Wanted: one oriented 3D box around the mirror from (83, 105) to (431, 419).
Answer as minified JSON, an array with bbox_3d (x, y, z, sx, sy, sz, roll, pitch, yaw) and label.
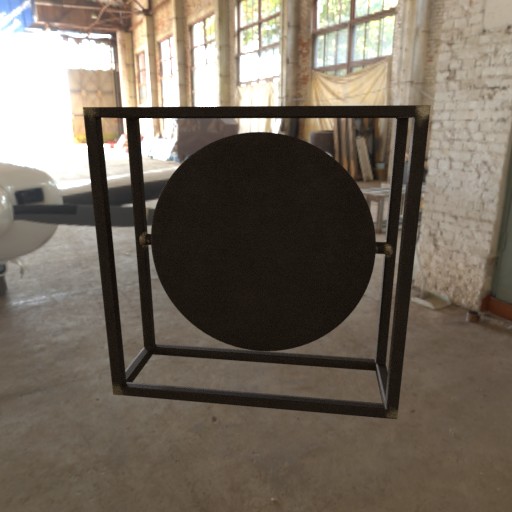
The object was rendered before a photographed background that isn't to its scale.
[{"bbox_3d":[0.000,0.000,0.479,0.306,0.303,0.107,2,17,8],"label":"mirror"}]
